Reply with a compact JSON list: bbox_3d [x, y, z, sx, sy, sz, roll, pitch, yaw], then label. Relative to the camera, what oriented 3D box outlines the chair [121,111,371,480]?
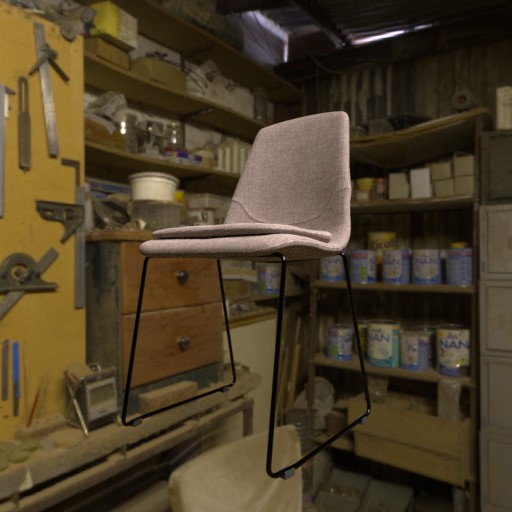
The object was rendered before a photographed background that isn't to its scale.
[{"bbox_3d":[0.000,0.000,1.163,0.479,0.858,0.518,0,-1,36],"label":"chair"}]
